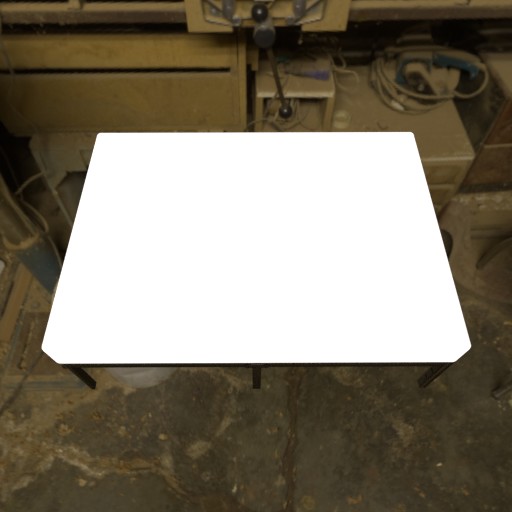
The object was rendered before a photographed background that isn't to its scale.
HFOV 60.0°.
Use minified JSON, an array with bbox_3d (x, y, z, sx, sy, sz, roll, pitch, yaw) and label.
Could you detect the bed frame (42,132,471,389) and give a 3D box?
[{"bbox_3d":[0.000,0.000,2.639,1.956,0.659,1.408,0,58,0],"label":"bed frame"}]
